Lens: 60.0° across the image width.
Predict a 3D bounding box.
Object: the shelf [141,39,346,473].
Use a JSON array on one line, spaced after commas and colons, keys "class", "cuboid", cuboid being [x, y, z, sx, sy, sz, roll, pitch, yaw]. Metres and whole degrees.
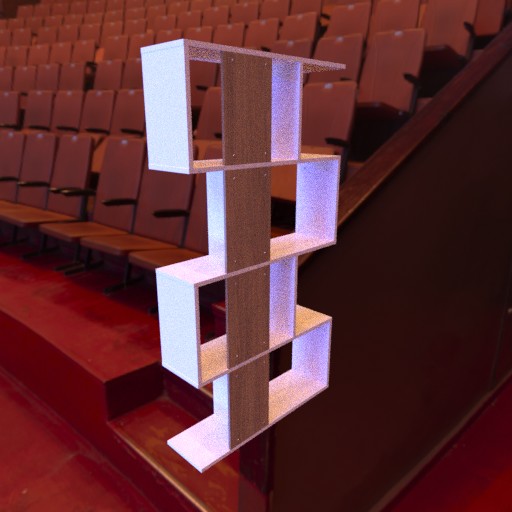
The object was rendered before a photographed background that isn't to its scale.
[{"class": "shelf", "cuboid": [0.000, 0.000, 2.000, 0.250, 1.650, 0.890, 16, 23, 43]}]
